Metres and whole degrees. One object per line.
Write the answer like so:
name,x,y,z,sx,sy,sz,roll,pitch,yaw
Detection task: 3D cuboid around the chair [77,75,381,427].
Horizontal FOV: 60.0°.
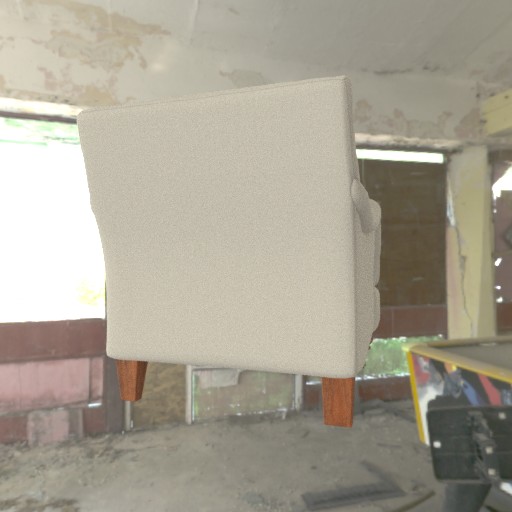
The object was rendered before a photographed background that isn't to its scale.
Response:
chair,0.000,0.000,1.781,0.955,1.038,1.070,0,-1,19
